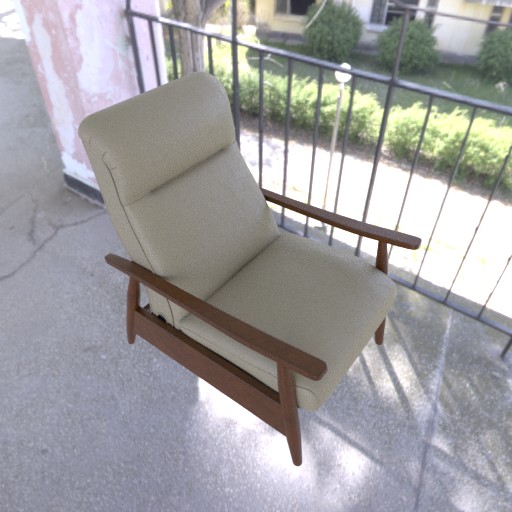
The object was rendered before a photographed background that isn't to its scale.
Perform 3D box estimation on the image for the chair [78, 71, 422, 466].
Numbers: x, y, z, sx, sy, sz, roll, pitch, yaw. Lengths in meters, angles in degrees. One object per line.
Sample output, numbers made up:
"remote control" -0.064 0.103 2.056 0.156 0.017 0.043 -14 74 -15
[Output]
"chair" 0.000 0.000 1.731 1.014 1.082 0.762 27 48 27
